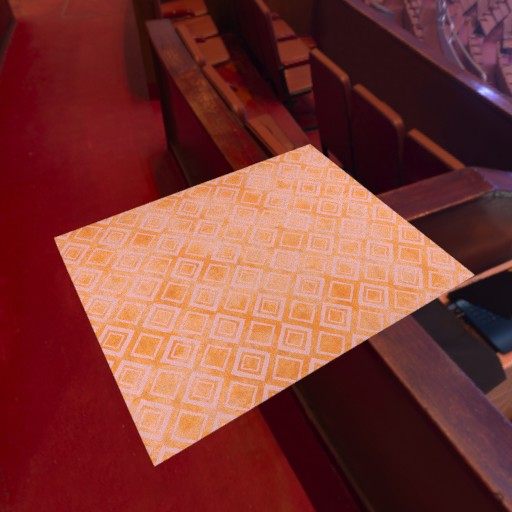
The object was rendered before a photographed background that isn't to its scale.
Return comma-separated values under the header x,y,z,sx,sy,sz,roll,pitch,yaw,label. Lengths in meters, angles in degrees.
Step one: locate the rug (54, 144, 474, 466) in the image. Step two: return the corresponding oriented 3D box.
x,y,z,sx,sy,sz,roll,pitch,yaw,label
0.000,0.000,4.066,3.037,0.011,2.433,-24,52,-21,rug
